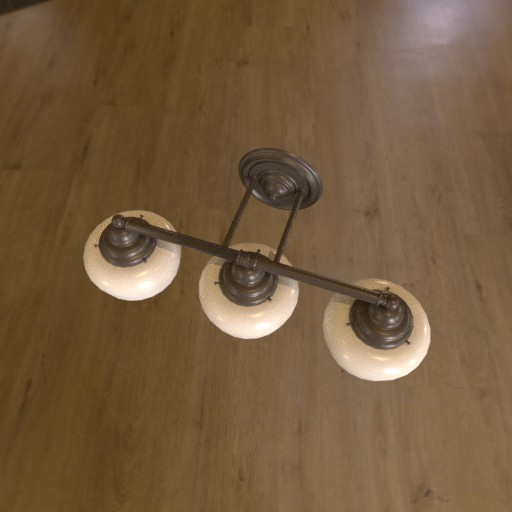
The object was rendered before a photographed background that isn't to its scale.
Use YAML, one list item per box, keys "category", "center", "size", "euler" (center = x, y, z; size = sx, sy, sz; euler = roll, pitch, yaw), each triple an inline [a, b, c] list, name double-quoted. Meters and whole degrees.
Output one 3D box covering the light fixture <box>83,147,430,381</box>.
- category: "light fixture"
  center: [0.000, 0.000, 0.708]
  size: [0.587, 0.242, 0.239]
  euler: [16, 61, 9]
